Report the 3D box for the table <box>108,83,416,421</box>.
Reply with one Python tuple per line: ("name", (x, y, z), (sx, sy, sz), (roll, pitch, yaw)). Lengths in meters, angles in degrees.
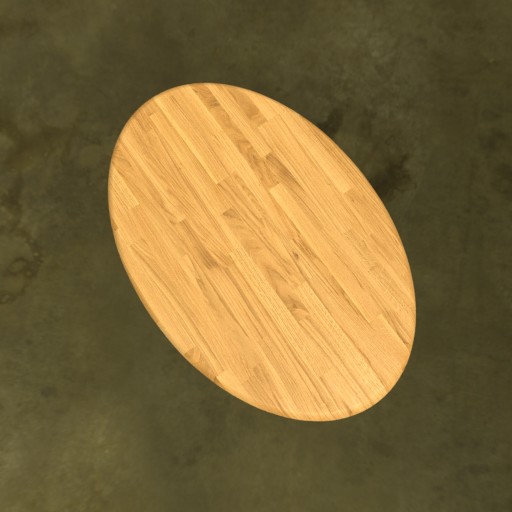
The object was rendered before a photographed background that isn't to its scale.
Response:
("table", (0.000, 0.000, 1.409), (0.690, 0.490, 1.040), (-34, 78, -8))
